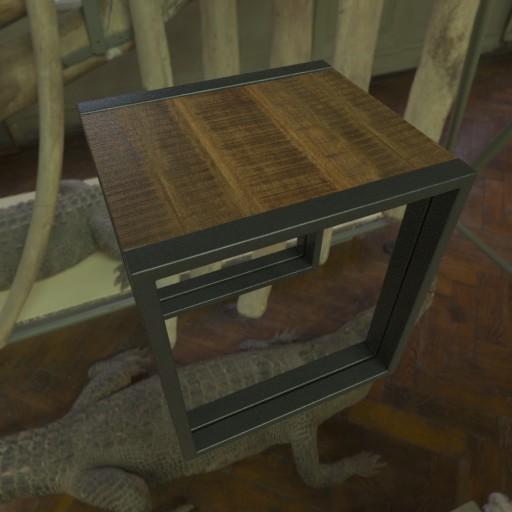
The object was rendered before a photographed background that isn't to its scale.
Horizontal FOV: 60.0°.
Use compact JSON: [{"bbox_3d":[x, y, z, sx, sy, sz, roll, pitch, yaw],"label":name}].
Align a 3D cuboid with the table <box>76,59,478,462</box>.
[{"bbox_3d":[0.000,0.000,0.900,0.500,0.550,0.449,-17,47,-16],"label":"table"}]
